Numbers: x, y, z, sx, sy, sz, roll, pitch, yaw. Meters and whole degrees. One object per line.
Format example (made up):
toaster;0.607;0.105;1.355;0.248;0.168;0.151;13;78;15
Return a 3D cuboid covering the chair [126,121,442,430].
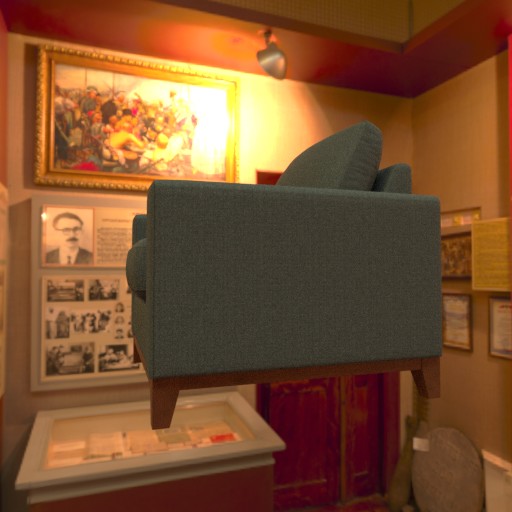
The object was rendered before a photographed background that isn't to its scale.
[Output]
chair;0.000;0.000;1.867;1.038;1.010;1.024;1;-2;-18
